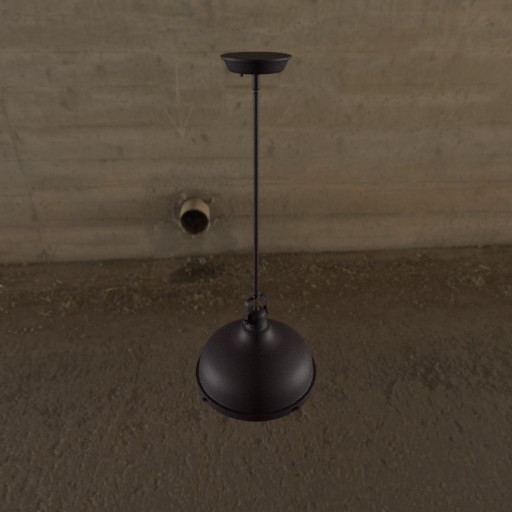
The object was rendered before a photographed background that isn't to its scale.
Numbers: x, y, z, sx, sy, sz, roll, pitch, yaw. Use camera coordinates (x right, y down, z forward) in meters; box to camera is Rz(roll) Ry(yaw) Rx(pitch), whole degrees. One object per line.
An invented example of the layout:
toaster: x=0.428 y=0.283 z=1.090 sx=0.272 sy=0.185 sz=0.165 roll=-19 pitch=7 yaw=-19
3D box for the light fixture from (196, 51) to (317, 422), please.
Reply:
light fixture: x=0.000 y=0.000 z=1.024 sx=0.341 sy=0.849 sz=0.341 roll=-22 pitch=37 yaw=-32
